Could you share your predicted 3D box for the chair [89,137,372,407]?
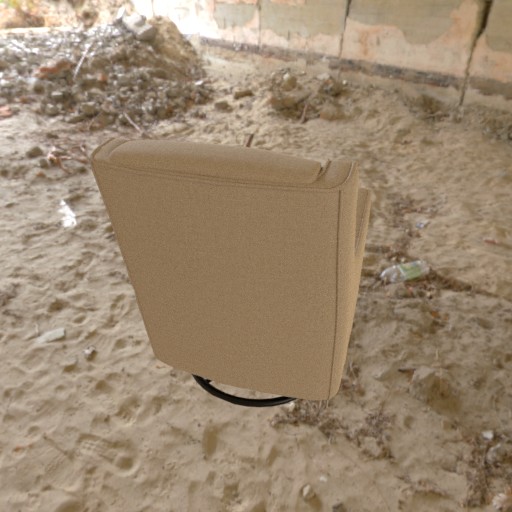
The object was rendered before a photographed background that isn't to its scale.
[{"bbox_3d":[0.000,0.000,1.605,0.732,0.993,0.879,9,32,15],"label":"chair"}]
